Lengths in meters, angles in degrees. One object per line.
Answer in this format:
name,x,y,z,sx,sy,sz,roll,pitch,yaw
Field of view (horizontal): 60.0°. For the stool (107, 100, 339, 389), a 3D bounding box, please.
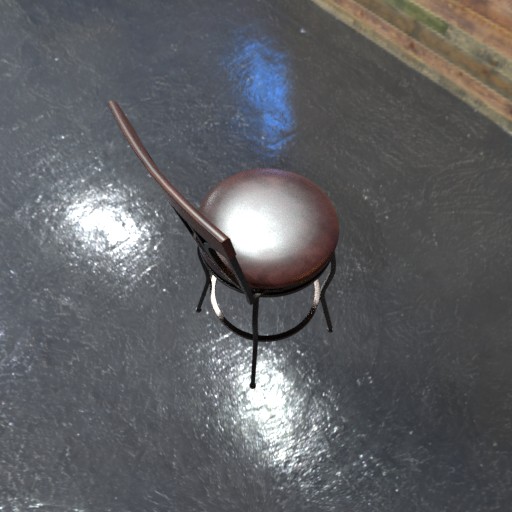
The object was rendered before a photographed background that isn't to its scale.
stool,0.000,0.000,1.413,0.513,1.130,0.448,-32,64,-18
